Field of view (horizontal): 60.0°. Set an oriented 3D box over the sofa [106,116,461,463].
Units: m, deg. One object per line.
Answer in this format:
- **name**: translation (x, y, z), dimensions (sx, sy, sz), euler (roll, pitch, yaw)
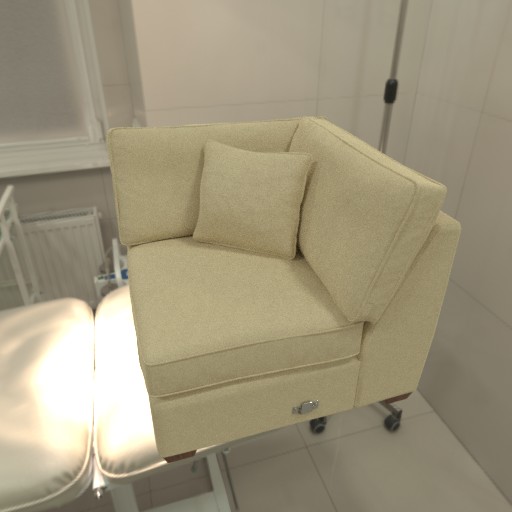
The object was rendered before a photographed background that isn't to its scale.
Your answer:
- **sofa**: translation (0.000, 0.000, 1.888), dimensions (1.084, 1.002, 1.146), euler (-9, 32, -15)
